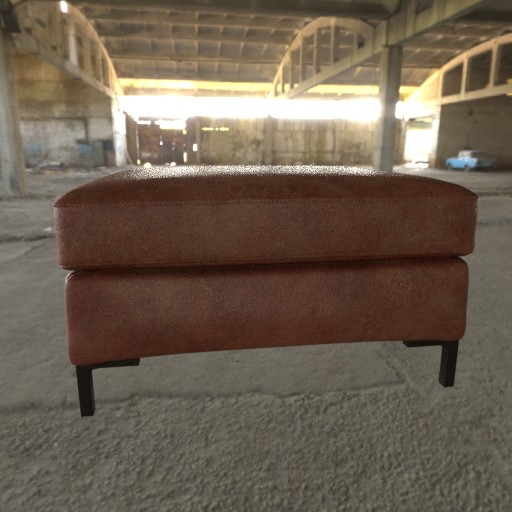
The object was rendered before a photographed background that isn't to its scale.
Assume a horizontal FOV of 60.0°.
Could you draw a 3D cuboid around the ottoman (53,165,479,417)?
[{"bbox_3d":[0.000,0.000,1.696,1.186,0.667,0.965,-2,14,-8],"label":"ottoman"}]
